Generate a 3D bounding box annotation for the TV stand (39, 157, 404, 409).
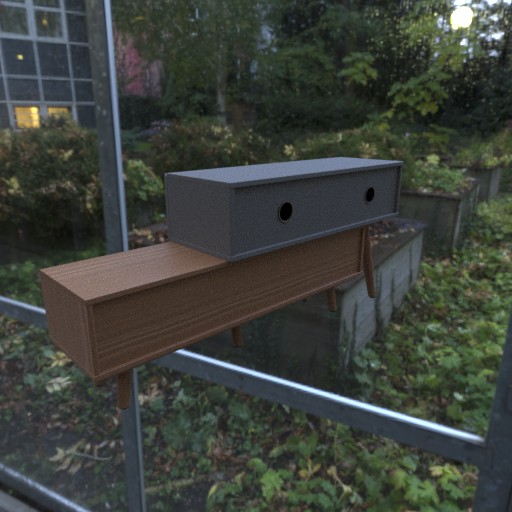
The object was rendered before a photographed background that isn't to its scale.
[{"bbox_3d":[0.000,0.000,1.556,1.336,0.591,0.329,-16,23,-41],"label":"TV stand"}]
